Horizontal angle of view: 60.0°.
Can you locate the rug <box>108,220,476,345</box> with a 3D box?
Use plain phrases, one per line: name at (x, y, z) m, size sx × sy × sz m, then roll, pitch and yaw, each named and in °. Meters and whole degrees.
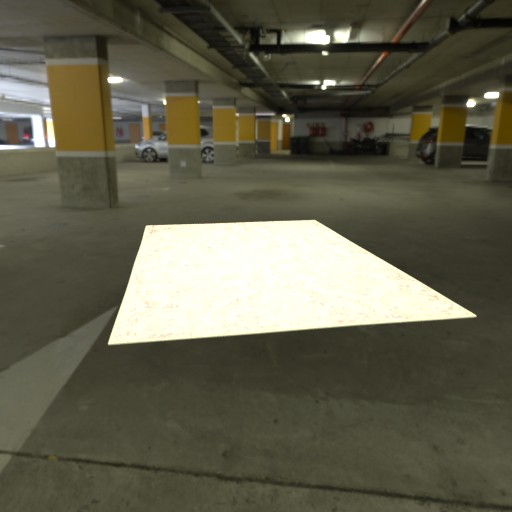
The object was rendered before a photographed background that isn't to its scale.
rug at (0.000, 0.000, 3.421) m, size 1.819 × 0.018 × 2.746 m, roll -3°, pitch 15°, yaw -10°
